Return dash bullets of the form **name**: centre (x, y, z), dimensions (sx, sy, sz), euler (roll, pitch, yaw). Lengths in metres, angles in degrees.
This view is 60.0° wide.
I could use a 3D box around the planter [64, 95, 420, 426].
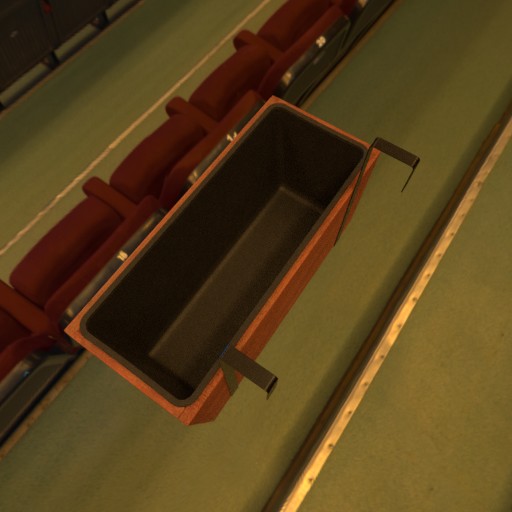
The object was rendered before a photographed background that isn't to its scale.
- **planter**: centre (0.000, 0.000, 0.649), dimensions (0.262, 0.289, 0.480), euler (32, 69, 14)
